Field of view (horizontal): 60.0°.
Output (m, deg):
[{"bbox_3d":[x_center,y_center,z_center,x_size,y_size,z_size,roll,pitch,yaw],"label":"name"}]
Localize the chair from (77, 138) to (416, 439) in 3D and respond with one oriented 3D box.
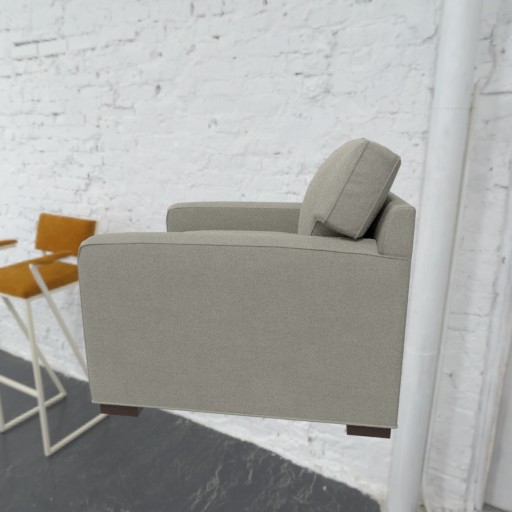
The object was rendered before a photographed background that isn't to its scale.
[{"bbox_3d":[0.000,0.000,1.833,1.044,0.934,0.999,2,14,8],"label":"chair"}]
